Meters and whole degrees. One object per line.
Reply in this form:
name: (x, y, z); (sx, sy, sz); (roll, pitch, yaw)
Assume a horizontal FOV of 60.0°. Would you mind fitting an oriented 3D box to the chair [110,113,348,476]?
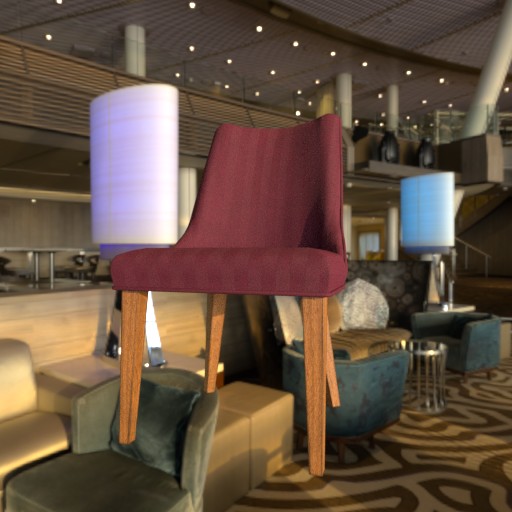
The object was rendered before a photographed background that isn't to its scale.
chair: (0.000, 0.000, 1.297); (0.548, 0.916, 0.638); (0, 1, 19)
